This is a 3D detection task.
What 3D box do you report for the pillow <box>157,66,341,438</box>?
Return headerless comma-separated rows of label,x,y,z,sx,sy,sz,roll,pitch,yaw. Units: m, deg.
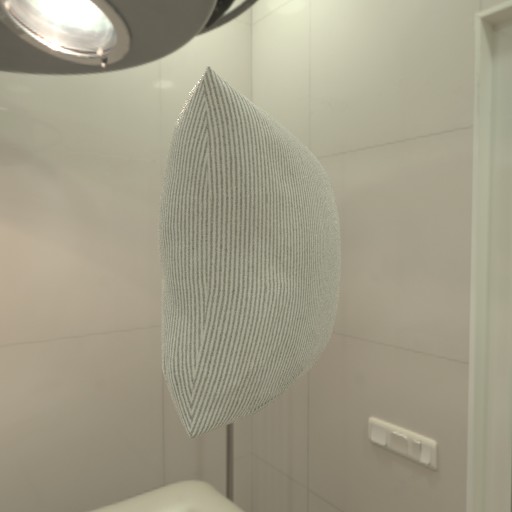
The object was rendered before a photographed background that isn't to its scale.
pillow,0.000,0.000,0.701,0.387,0.432,0.310,-2,3,-37
